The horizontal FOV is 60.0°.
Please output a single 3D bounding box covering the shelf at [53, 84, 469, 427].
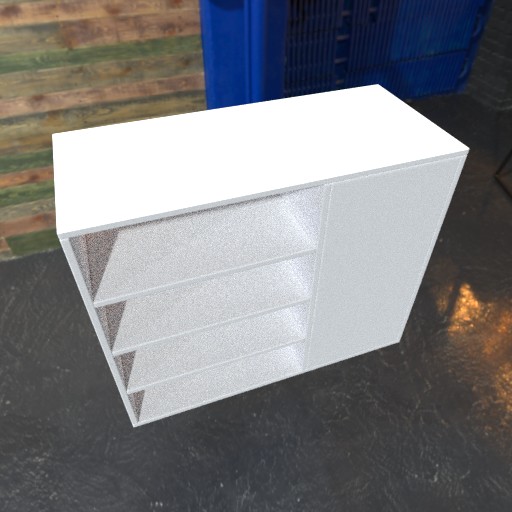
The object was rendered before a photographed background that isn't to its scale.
[{"bbox_3d":[0.000,0.000,1.284,0.895,0.732,0.396,-14,44,-14],"label":"shelf"}]
